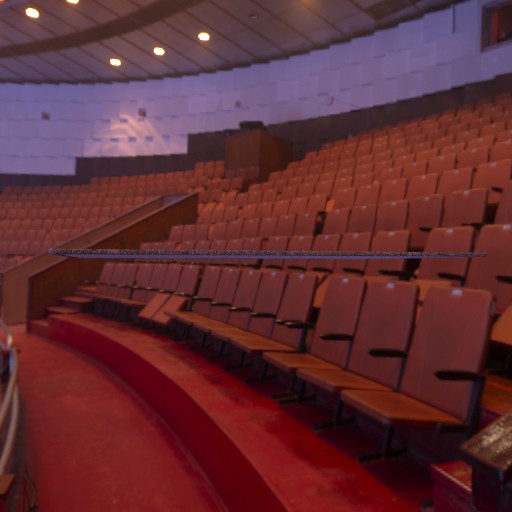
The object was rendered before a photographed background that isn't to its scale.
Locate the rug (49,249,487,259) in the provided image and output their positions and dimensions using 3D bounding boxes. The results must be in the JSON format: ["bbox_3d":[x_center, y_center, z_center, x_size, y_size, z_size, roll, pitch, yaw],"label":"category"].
[{"bbox_3d":[0.000,0.000,3.431,2.699,0.026,1.802,0,-1,-18],"label":"rug"}]
